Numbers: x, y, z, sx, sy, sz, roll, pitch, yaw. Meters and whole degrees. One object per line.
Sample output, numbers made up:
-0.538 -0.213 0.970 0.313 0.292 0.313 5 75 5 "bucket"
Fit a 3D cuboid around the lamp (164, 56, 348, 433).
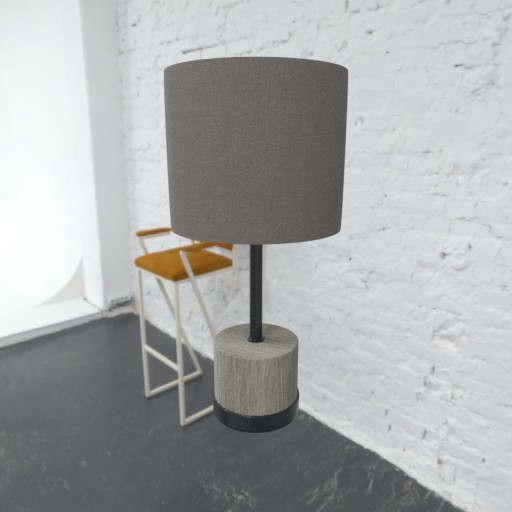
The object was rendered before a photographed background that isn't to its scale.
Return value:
0.000 0.000 0.612 0.229 0.470 0.229 7 16 25 "lamp"
